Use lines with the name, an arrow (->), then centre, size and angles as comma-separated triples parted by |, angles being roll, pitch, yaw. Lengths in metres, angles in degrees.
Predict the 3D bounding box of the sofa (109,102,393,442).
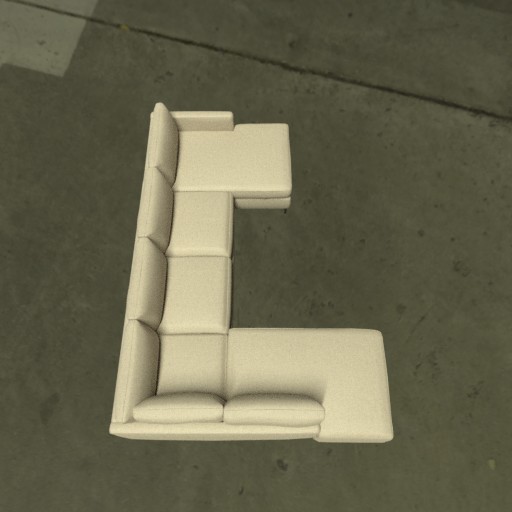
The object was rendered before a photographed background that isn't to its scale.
sofa -> 0.000, 0.000, 3.546 | 1.879, 0.756, 2.737 | 0, 65, 0
